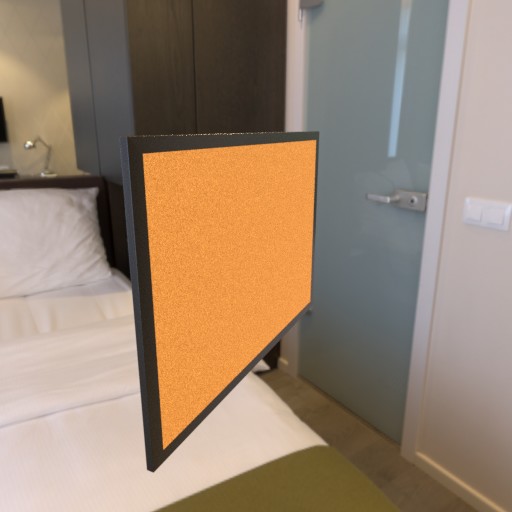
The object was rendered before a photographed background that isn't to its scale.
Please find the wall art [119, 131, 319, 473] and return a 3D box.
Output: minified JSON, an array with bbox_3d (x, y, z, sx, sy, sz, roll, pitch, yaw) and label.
[{"bbox_3d":[0.000,0.000,1.031,0.015,0.552,0.819,8,18,25],"label":"wall art"}]
